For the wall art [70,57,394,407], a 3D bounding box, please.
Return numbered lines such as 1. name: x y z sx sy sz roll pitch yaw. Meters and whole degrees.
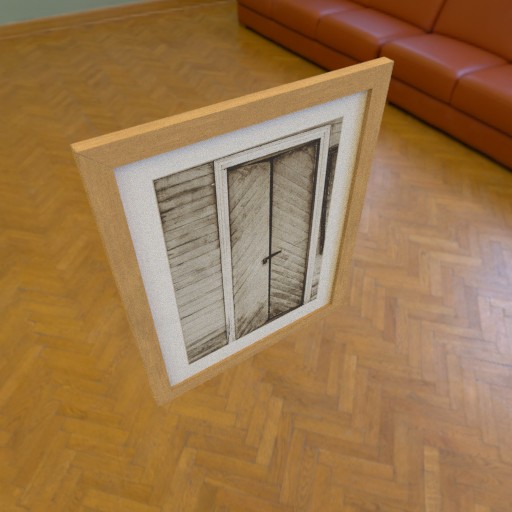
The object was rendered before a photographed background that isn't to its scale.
1. wall art: 0.000 0.000 0.753 0.460 0.561 0.020 -24 49 -23
